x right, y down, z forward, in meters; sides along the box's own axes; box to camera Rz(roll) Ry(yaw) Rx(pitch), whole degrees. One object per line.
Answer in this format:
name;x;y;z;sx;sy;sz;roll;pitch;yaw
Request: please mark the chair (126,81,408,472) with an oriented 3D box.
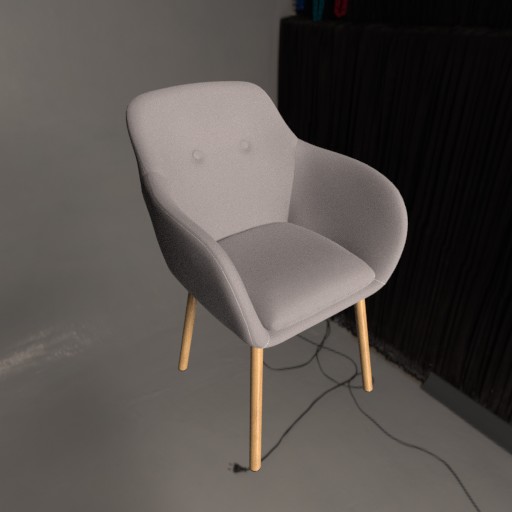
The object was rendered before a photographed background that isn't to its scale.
chair;0.000;0.000;1.223;0.570;0.830;0.590;-21;36;-31
